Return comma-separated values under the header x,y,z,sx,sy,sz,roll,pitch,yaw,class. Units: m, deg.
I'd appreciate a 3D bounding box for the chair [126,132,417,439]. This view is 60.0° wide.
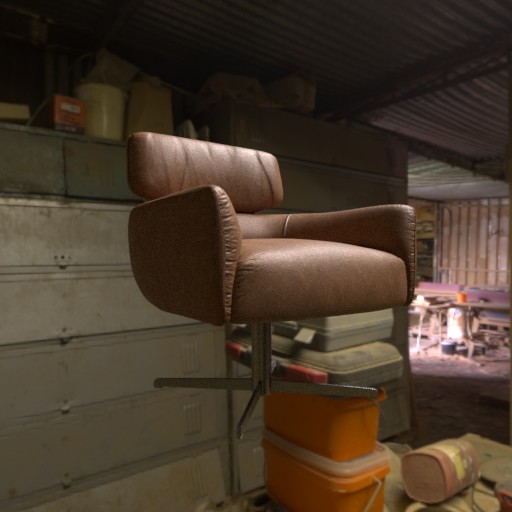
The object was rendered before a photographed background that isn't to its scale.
x,y,z,sx,sy,sz,roll,pitch,yaw,class
0.000,0.000,1.336,0.706,0.812,0.715,0,0,-36,chair
